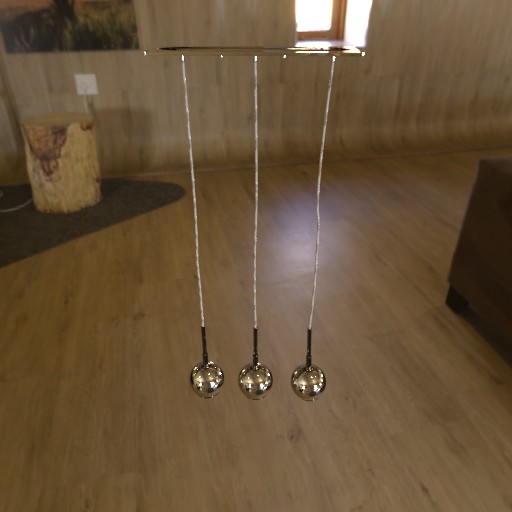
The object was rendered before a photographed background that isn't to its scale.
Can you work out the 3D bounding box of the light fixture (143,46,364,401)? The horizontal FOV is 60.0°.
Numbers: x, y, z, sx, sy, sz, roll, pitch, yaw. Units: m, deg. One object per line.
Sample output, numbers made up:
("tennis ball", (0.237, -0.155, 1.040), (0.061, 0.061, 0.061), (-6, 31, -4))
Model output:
("light fixture", (0.000, 0.000, 1.658), (0.623, 1.408, 0.188), (1, 30, 2))
